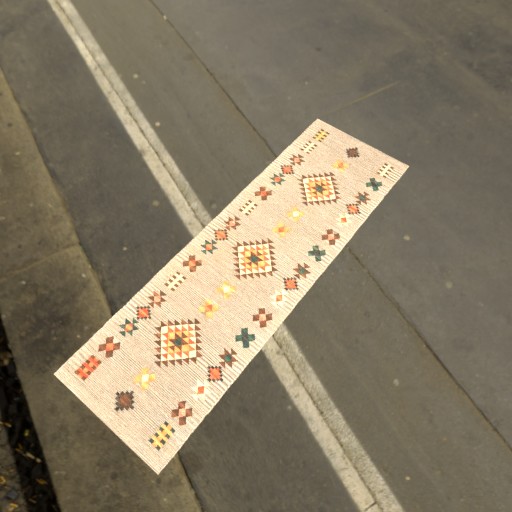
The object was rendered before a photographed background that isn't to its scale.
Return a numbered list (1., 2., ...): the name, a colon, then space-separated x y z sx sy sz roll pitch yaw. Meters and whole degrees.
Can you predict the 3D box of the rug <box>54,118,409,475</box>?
1. rug: 0.000 0.000 2.675 0.766 0.008 2.432 34 65 19
